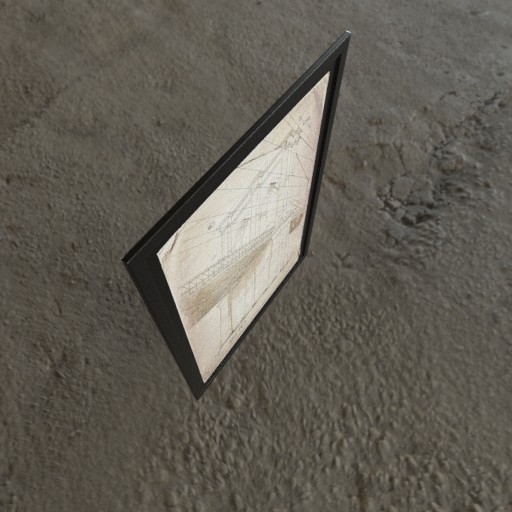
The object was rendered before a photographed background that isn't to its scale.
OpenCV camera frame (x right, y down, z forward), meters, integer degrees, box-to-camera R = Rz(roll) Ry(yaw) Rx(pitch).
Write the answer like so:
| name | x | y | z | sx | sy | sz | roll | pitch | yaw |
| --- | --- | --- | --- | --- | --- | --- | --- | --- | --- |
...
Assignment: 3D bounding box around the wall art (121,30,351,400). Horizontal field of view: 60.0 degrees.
| name | x | y | z | sx | sy | sz | roll | pitch | yaw |
| --- | --- | --- | --- | --- | --- | --- | --- | --- | --- |
| wall art | 0.000 | 0.000 | 1.246 | 0.013 | 0.967 | 0.707 | 31 | 65 | 17 |
